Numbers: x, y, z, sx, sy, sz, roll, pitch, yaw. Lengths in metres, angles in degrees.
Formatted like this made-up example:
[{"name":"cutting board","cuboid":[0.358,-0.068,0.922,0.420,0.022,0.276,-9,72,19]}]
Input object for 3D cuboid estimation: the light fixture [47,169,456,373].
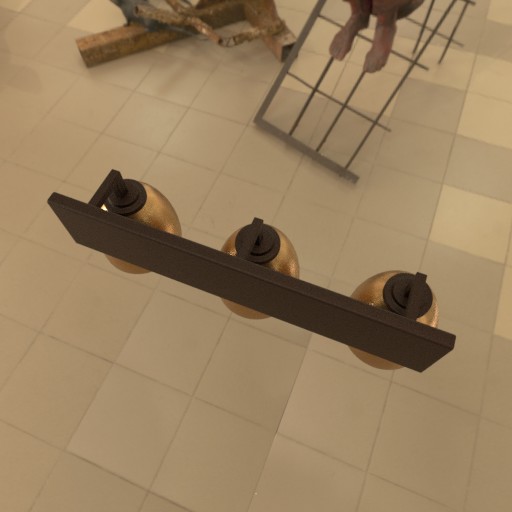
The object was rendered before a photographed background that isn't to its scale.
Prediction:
[{"name":"light fixture","cuboid":[0.000,0.000,0.668,0.582,0.204,0.157,19,64,10]}]
